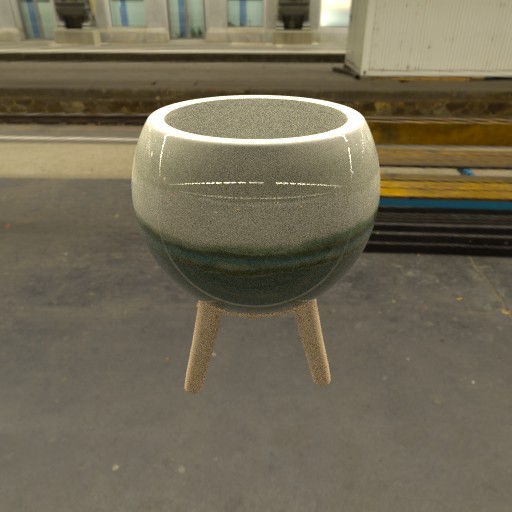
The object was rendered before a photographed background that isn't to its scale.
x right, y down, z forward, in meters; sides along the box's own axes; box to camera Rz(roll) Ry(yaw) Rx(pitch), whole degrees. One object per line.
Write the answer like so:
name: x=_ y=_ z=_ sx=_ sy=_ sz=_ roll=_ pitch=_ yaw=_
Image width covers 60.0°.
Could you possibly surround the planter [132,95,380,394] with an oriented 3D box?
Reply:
planter: x=0.000 y=0.000 z=0.445 sx=0.222 sy=0.278 sz=0.222 roll=0 pitch=30 yaw=0
